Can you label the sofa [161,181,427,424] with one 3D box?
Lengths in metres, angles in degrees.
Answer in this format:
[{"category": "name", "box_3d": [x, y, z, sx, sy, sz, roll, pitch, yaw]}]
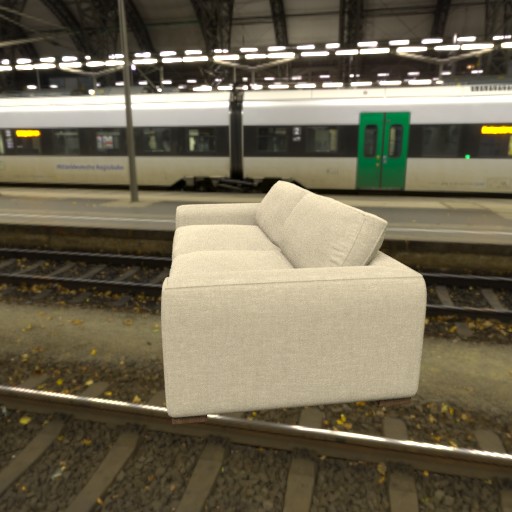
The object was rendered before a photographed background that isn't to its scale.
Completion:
[{"category": "sofa", "box_3d": [0.000, 0.000, 2.774, 1.070, 0.801, 2.262, -2, 14, -8]}]
